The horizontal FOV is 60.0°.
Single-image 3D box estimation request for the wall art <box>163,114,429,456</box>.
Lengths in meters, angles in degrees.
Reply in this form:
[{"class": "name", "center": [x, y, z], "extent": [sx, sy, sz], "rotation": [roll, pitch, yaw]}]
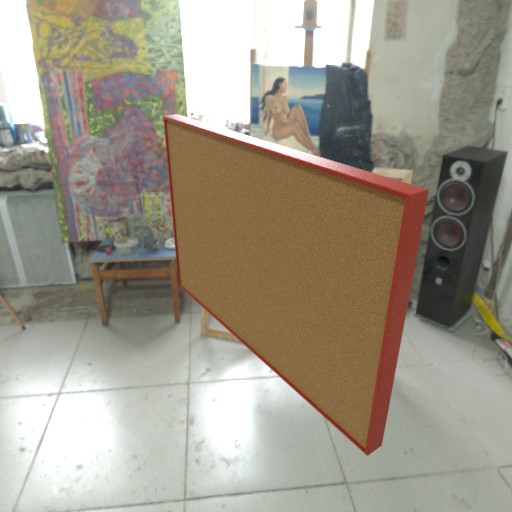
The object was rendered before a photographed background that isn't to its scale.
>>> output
[{"class": "wall art", "center": [0.000, 0.000, 0.791], "extent": [0.033, 0.405, 0.607], "rotation": [-18, 32, -31]}]
